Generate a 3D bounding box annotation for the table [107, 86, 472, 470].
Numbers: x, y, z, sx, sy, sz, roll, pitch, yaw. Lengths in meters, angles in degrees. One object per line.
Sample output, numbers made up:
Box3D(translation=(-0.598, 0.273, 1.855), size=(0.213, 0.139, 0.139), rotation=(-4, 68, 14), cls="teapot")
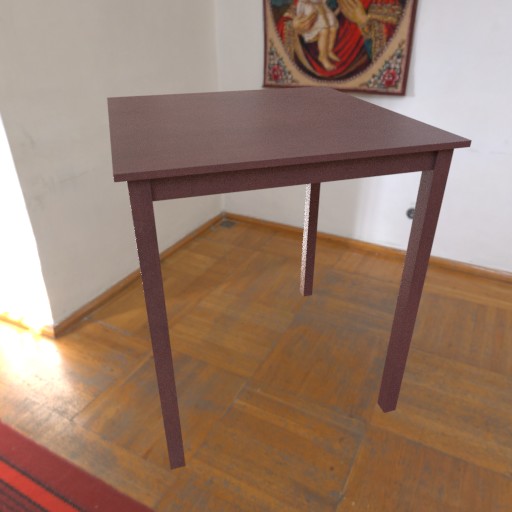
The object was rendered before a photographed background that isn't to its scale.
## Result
Box3D(translation=(0.000, 0.000, 1.598), size=(0.861, 0.991, 0.861), rotation=(-9, 31, -15), cls="table")
